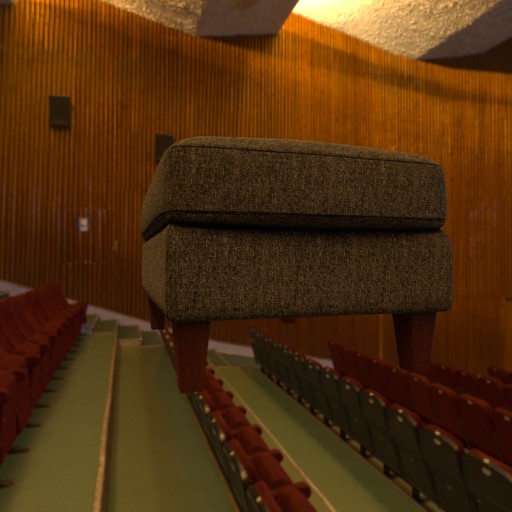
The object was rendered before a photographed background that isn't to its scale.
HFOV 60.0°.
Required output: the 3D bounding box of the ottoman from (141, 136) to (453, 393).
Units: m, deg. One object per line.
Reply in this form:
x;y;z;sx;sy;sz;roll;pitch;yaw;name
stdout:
0.000;0.000;1.208;0.584;0.483;0.864;0;-1;-17;ottoman
